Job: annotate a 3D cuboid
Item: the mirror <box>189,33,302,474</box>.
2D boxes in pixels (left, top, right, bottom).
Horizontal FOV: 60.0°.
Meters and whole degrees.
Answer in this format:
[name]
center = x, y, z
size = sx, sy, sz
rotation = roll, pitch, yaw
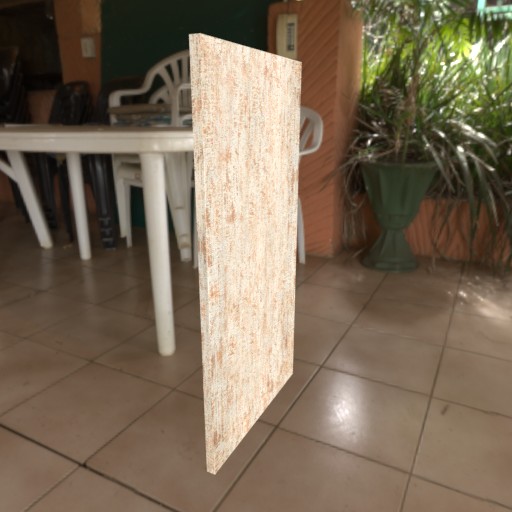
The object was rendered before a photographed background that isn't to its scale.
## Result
[mirror]
center = 0.000, 0.000, 1.090
size = 0.027, 0.922, 0.472
rotation = 9, 19, 25
